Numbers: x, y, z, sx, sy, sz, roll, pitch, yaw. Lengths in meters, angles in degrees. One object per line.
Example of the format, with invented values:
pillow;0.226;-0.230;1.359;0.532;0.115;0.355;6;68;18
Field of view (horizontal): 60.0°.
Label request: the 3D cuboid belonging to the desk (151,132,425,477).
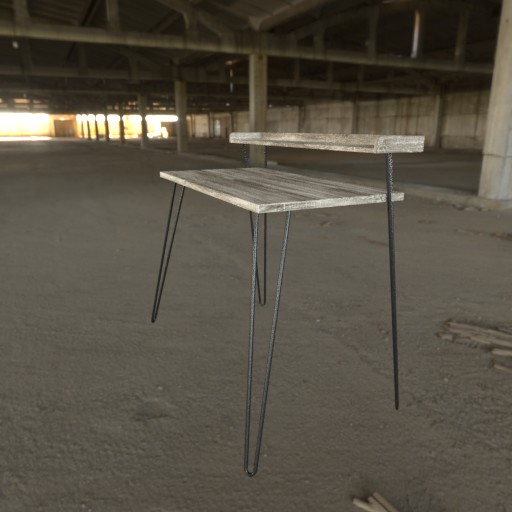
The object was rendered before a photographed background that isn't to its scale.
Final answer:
desk;0.000;0.000;1.696;0.605;0.899;1.135;-8;18;-25
